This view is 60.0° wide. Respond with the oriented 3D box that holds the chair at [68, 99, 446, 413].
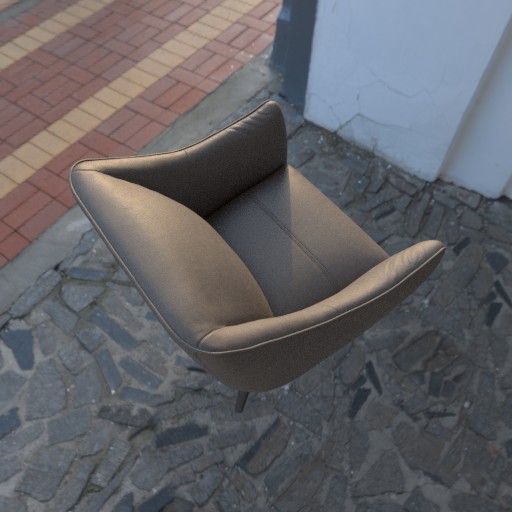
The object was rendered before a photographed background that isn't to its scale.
[{"bbox_3d":[0.000,0.000,1.534,0.852,0.830,0.871,-33,63,-19],"label":"chair"}]
